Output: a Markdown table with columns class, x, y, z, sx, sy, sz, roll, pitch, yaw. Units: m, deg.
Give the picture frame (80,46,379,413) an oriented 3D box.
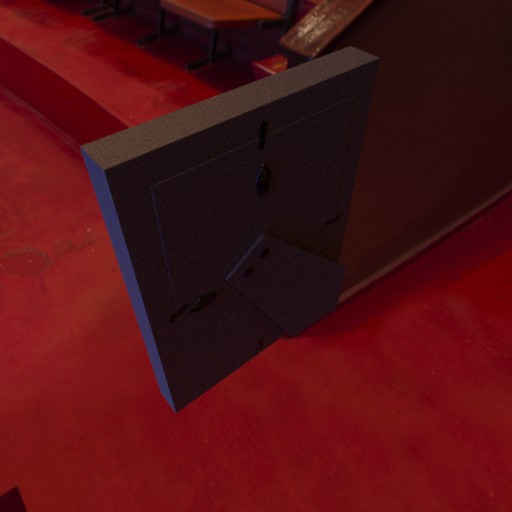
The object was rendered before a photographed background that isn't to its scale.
| class | x | y | z | sx | sy | sz | roll | pitch | yaw |
| --- | --- | --- | --- | --- | --- | --- | --- | --- | --- |
| picture frame | 0.000 | 0.000 | 0.277 | 0.157 | 0.208 | 0.028 | -31 | 54 | -26 |
